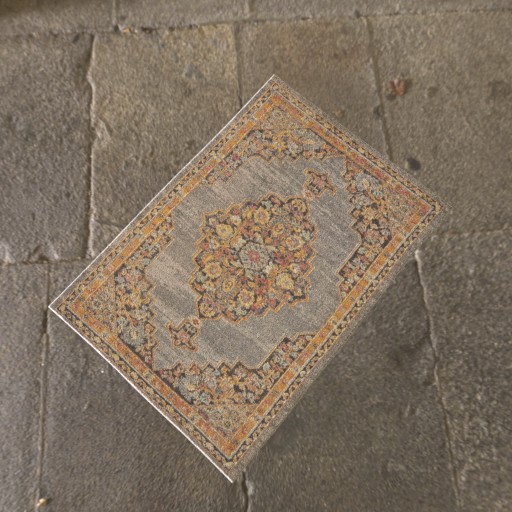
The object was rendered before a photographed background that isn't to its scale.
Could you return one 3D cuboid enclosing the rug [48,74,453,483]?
[{"bbox_3d":[0.000,0.000,3.963,2.158,0.024,3.063,40,80,9],"label":"rug"}]
